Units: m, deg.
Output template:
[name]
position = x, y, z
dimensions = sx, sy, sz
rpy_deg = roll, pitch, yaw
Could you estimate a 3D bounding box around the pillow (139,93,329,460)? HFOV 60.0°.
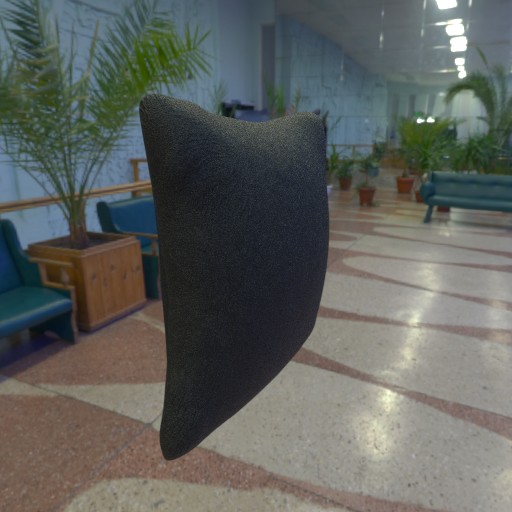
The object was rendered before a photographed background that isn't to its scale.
[pillow]
position = 0.000, 0.000, 0.803
dimensions = 0.210, 0.523, 0.533
rpy_deg = 8, 18, 28
